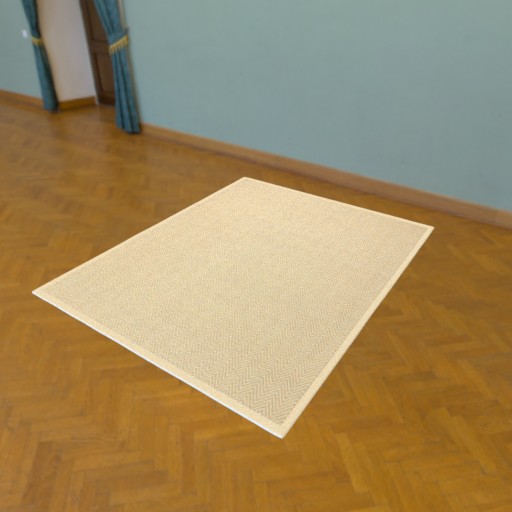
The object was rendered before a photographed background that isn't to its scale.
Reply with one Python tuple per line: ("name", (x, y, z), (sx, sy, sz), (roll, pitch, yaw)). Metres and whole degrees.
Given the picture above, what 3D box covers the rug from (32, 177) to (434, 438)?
("rug", (0.000, 0.000, 4.109), (2.423, 0.019, 3.009), (20, 37, 29))
